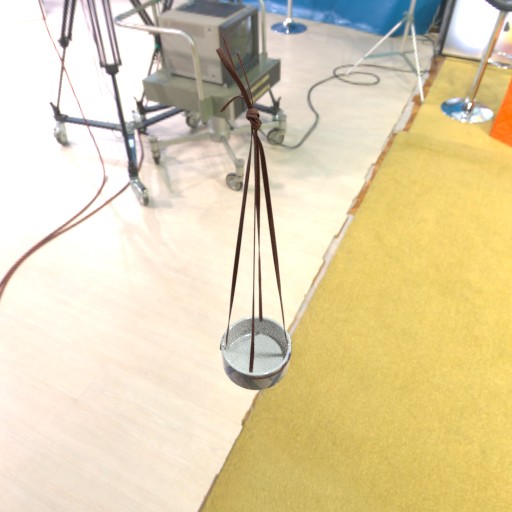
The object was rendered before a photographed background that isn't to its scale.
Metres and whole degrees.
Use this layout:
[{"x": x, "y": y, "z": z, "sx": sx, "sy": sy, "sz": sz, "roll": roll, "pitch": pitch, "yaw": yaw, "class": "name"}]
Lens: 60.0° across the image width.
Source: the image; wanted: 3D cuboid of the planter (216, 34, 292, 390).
[{"x": 0.000, "y": 0.000, "z": 0.815, "sx": 0.166, "sy": 0.751, "sz": 0.166, "roll": -9, "pitch": 46, "yaw": -9, "class": "planter"}]
